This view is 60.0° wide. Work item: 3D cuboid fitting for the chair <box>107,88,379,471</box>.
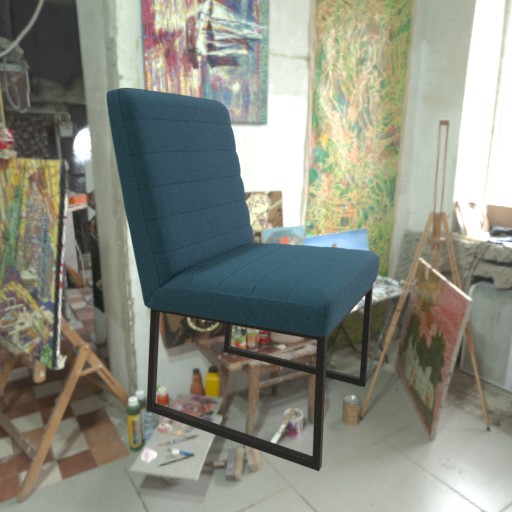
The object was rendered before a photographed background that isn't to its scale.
[{"bbox_3d":[0.000,0.000,1.318,0.634,0.930,0.520,7,16,27],"label":"chair"}]
